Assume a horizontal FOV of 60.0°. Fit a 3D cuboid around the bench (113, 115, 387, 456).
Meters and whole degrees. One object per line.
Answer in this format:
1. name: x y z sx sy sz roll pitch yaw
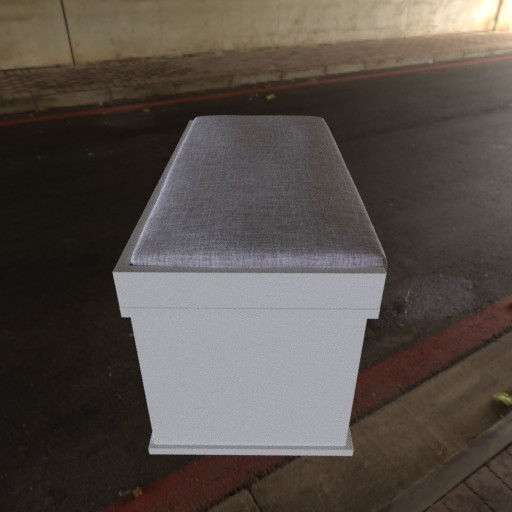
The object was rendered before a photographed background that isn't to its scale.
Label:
1. bench: 0.000 0.000 0.985 0.362 0.461 0.734 0 32 0
